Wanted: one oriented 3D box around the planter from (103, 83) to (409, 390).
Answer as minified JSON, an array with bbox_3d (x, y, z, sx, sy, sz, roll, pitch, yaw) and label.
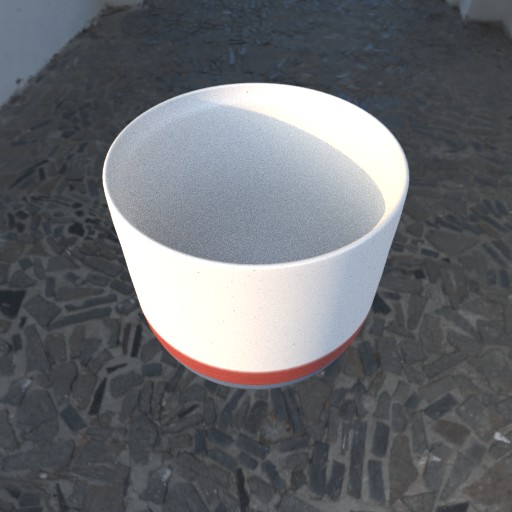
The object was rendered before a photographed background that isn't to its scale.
[{"bbox_3d":[0.000,0.000,0.493,0.268,0.270,0.268,0,48,0],"label":"planter"}]
